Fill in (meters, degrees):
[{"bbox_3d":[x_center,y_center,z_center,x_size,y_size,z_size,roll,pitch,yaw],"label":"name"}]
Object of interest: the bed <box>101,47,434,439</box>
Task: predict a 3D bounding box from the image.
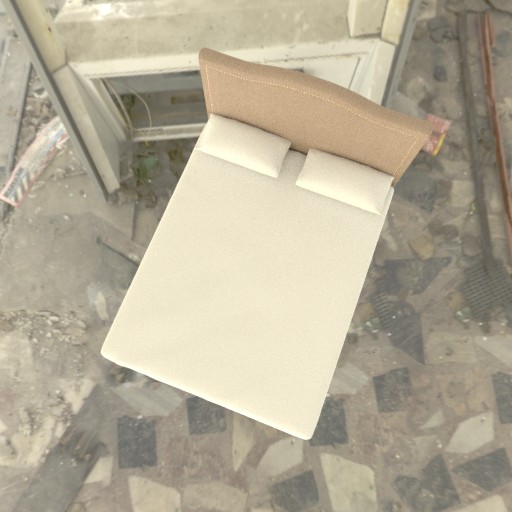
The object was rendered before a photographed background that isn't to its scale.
[{"bbox_3d":[0.000,0.000,3.398,1.821,1.436,2.282,21,76,5],"label":"bed"}]
